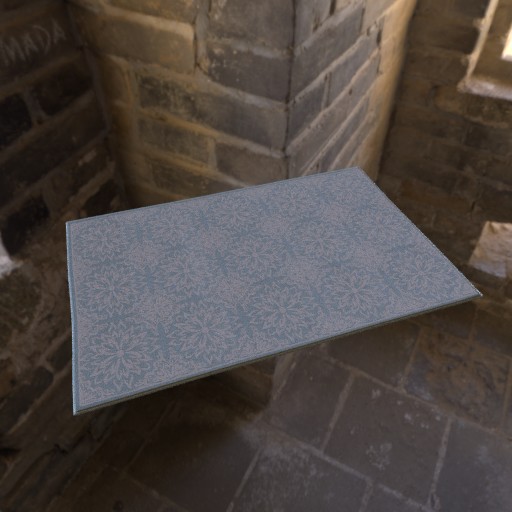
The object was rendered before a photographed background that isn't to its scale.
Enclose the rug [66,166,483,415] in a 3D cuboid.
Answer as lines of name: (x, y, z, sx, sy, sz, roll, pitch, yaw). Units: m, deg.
rug: (0.000, 0.000, 3.410, 2.746, 0.018, 1.819, -13, 44, -14)
